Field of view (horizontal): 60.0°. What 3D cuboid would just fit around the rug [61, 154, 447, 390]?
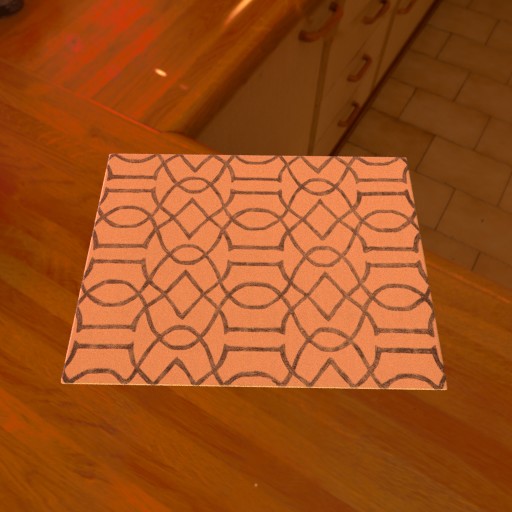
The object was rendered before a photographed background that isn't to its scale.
[{"bbox_3d":[0.000,0.000,3.838,2.910,0.021,2.211,1,63,0],"label":"rug"}]
